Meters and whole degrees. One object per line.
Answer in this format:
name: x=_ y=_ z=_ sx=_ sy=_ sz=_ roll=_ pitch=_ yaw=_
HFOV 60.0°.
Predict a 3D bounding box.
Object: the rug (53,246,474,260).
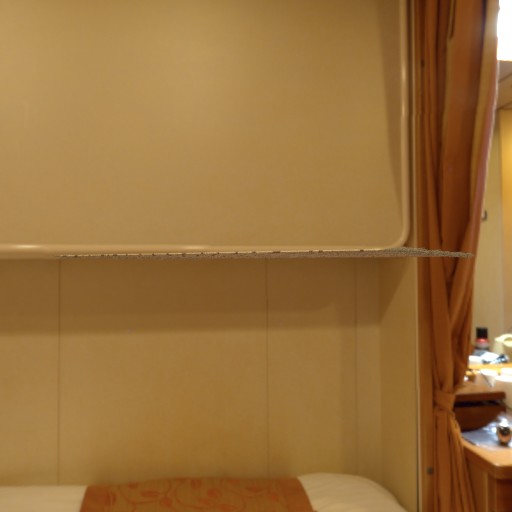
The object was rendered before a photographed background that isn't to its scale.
rug: x=0.000 y=0.000 z=3.005 sx=2.472 sy=0.035 sz=1.495 roll=-1 pitch=-1 yaw=35
